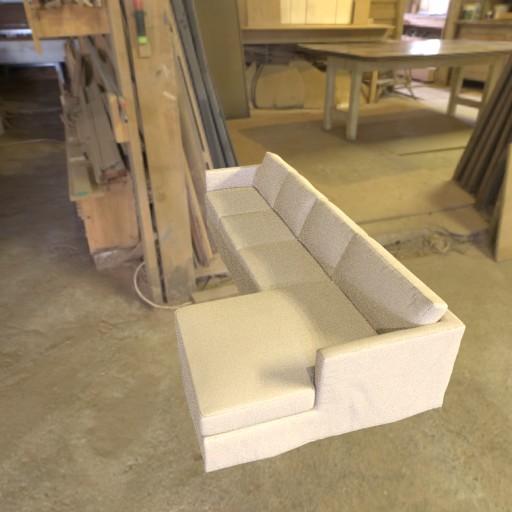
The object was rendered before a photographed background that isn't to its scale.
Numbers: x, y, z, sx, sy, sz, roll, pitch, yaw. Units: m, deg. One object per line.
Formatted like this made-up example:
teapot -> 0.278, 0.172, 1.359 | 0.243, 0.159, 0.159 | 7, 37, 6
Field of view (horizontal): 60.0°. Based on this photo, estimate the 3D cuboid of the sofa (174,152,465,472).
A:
sofa -> 0.000, 0.000, 3.814 | 1.622, 0.871, 3.206 | -9, 31, -15
